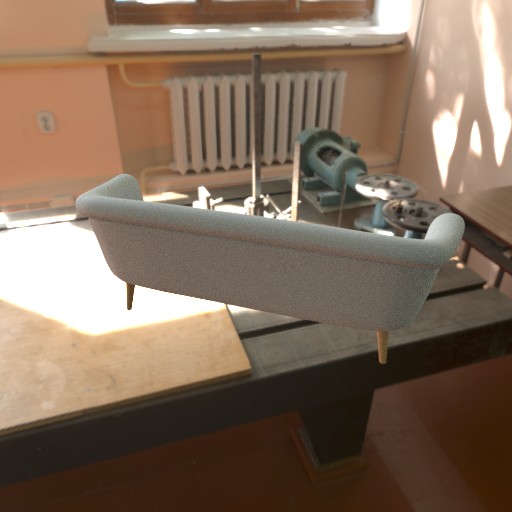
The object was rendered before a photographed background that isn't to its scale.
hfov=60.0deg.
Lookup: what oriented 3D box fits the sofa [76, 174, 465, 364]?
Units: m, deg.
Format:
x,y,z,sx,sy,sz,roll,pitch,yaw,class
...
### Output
x,y,z,sx,sy,sz,roll,pitch,yaw,class
0.000,0.000,2.498,2.160,0.795,0.827,9,32,15,sofa
